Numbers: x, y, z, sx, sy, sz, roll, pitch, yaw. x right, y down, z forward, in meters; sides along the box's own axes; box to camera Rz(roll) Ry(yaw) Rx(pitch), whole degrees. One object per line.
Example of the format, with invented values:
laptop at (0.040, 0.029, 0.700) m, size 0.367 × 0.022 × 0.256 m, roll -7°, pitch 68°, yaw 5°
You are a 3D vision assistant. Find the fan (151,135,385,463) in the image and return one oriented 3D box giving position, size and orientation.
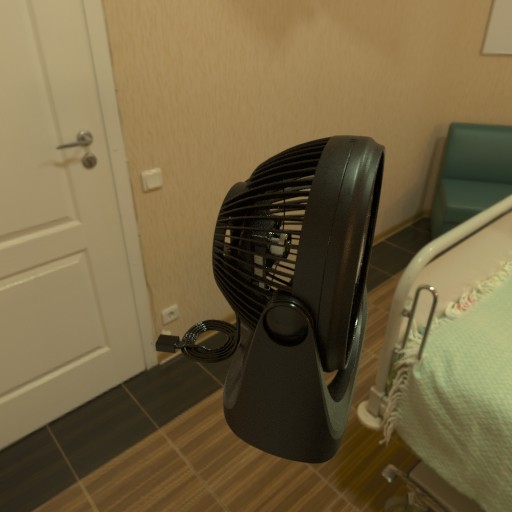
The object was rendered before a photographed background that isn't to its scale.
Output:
fan at (0.000, 0.000, 0.492) m, size 0.256 × 0.277 × 0.273 m, roll 10°, pitch 33°, yaw 16°
